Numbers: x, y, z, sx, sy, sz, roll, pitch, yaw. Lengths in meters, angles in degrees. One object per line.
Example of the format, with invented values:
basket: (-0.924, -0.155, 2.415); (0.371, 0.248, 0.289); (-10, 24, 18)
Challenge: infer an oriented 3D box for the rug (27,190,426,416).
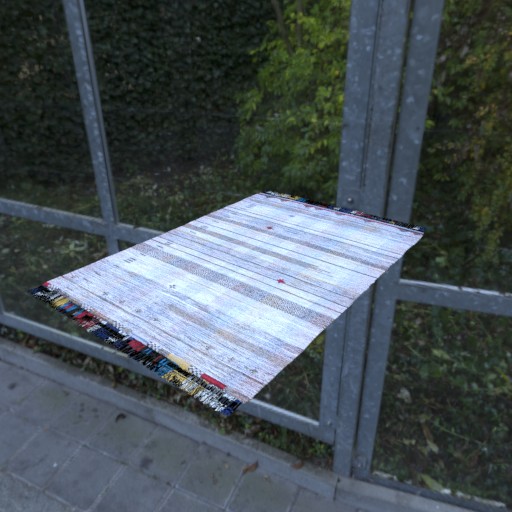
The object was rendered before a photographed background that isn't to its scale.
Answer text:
rug: (0.000, 0.000, 2.311); (1.217, 0.012, 1.848); (19, 33, 33)
